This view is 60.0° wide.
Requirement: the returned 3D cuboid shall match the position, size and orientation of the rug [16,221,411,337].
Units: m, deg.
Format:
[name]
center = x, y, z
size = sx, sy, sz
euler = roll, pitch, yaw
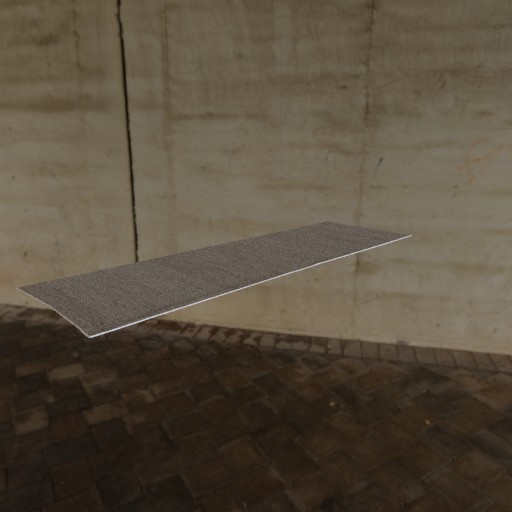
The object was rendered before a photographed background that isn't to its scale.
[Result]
[rug]
center = 0.000, 0.000, 2.609
size = 2.390, 0.014, 0.741
euler = -14, 21, -42
